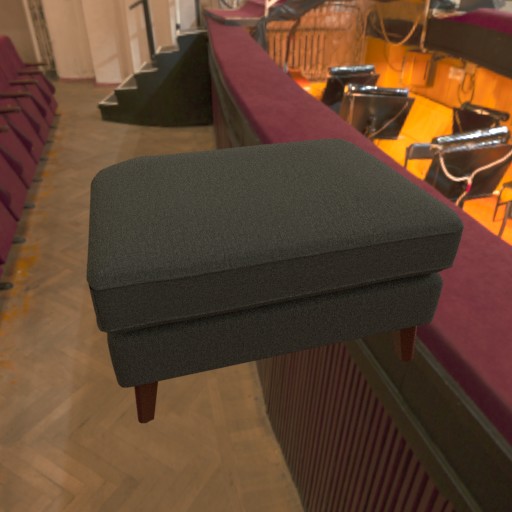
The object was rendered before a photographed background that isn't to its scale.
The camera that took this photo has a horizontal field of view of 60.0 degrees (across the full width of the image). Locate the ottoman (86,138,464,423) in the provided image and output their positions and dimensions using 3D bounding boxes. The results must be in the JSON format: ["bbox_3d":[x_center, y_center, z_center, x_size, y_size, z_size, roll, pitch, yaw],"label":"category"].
[{"bbox_3d":[0.000,0.000,1.262,0.835,0.503,0.629,-9,34,-14],"label":"ottoman"}]
